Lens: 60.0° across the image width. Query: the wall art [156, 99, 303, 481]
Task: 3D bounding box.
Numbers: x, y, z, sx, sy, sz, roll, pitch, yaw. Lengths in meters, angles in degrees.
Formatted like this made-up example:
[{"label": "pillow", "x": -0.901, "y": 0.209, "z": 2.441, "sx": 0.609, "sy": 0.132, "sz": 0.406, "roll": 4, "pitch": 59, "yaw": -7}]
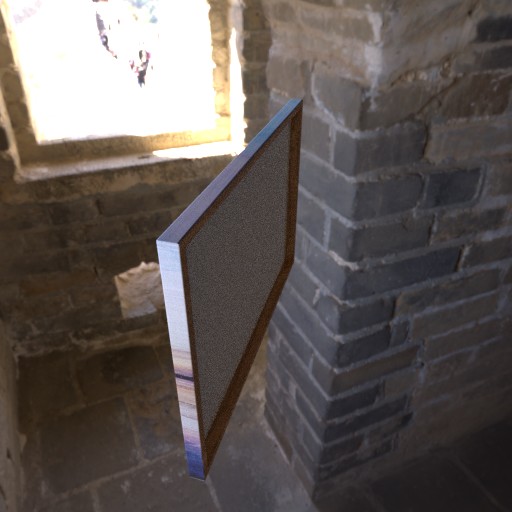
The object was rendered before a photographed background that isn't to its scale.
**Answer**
[{"label": "wall art", "x": 0.000, "y": 0.000, "z": 1.178, "sx": 0.037, "sy": 0.605, "sz": 0.911, "roll": 9, "pitch": 34, "yaw": 14}]
